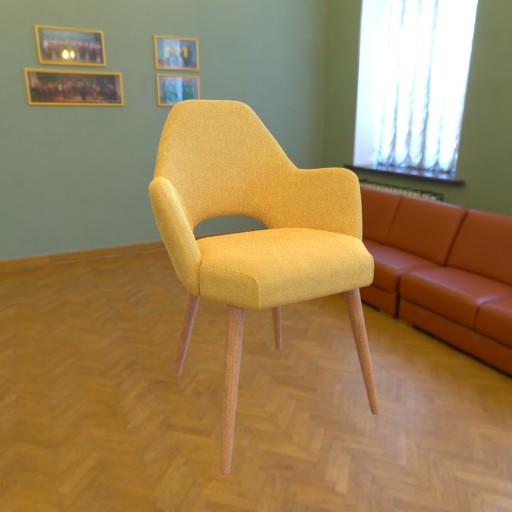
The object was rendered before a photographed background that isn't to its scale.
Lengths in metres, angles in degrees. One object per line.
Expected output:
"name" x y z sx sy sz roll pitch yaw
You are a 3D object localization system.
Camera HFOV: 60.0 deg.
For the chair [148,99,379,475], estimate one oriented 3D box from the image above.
"chair" 0.000 0.000 1.233 0.590 0.840 0.610 -9 19 -27
